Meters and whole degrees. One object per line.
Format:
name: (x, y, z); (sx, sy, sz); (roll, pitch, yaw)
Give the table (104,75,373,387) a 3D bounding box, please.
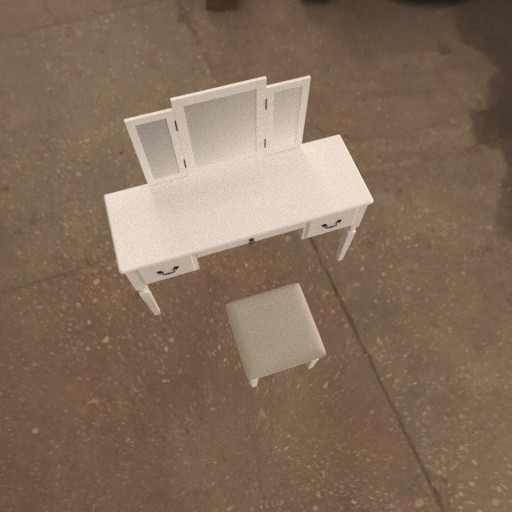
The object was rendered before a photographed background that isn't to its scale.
table: (0.000, 0.000, 2.331); (1.369, 1.310, 1.115); (-16, 65, -8)
